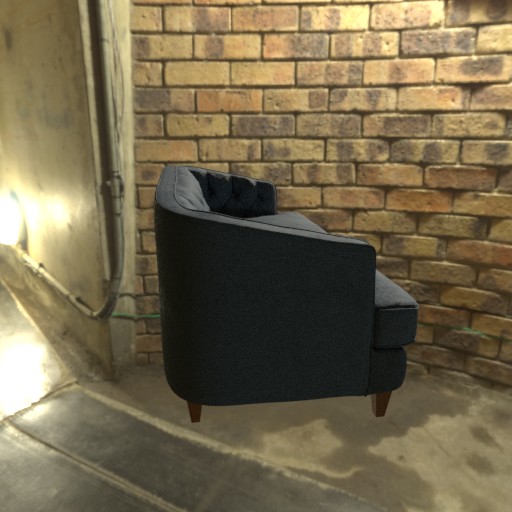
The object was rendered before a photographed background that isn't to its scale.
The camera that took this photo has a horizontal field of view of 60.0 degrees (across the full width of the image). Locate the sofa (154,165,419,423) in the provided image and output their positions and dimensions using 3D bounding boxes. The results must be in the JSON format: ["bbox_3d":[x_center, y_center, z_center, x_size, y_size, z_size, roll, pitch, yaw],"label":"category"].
[{"bbox_3d":[0.000,0.000,2.297,0.941,0.854,1.733,-3,17,-9],"label":"sofa"}]
